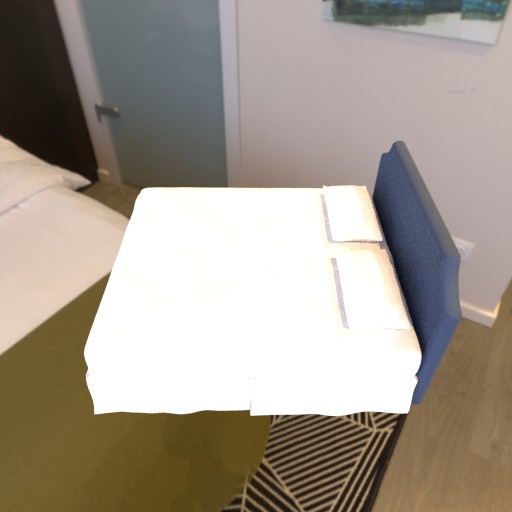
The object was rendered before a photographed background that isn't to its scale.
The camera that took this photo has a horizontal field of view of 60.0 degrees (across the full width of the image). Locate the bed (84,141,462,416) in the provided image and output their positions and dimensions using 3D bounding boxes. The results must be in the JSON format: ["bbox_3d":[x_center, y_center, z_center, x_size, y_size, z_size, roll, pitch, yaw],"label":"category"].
[{"bbox_3d":[0.000,0.000,4.063,2.773,1.488,2.350,0,42,0],"label":"bed"}]
